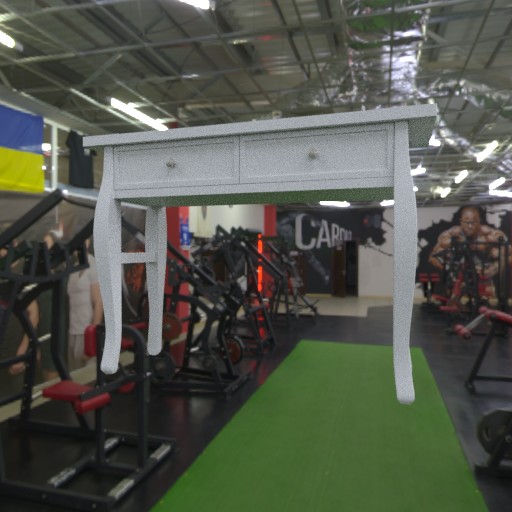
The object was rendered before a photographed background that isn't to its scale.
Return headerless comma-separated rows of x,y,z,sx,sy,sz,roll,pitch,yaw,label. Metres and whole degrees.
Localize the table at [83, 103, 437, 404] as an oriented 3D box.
0.000,0.000,1.440,1.062,0.768,0.373,0,1,18,table
